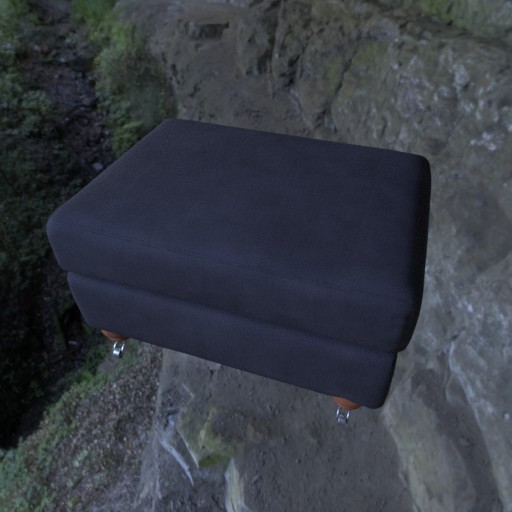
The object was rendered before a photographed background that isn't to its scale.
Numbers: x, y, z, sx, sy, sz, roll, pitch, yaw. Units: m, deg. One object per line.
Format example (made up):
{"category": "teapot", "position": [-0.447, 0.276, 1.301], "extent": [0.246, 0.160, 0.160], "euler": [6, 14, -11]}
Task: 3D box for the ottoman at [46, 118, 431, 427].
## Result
{"category": "ottoman", "position": [0.000, 0.000, 1.142], "extent": [0.773, 0.497, 0.574], "euler": [13, 42, 14]}
